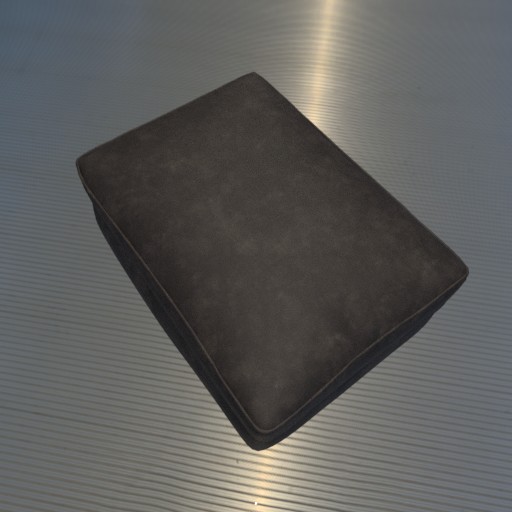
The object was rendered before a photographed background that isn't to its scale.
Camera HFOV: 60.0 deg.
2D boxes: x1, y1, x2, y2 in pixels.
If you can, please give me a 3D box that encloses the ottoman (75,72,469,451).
[{"bbox_3d":[0.000,0.000,0.974,0.501,0.413,0.665,-33,66,-17],"label":"ottoman"}]
